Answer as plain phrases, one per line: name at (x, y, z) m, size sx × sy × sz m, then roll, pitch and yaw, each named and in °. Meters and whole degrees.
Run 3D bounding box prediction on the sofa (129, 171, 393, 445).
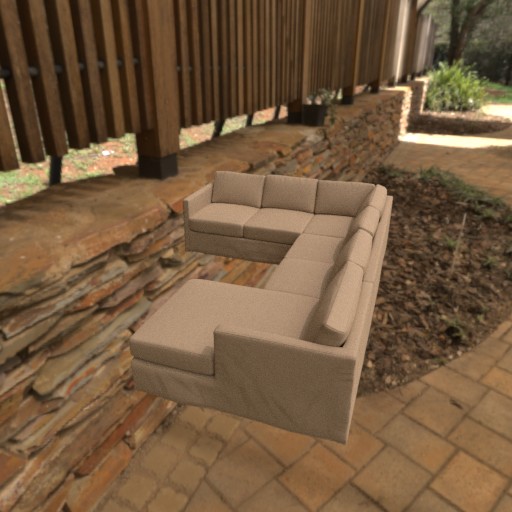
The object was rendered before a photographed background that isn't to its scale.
sofa at (0.000, 0.000, 4.506) m, size 2.427 × 0.882 × 3.460 m, roll 8°, pitch 26°, yaw 17°
